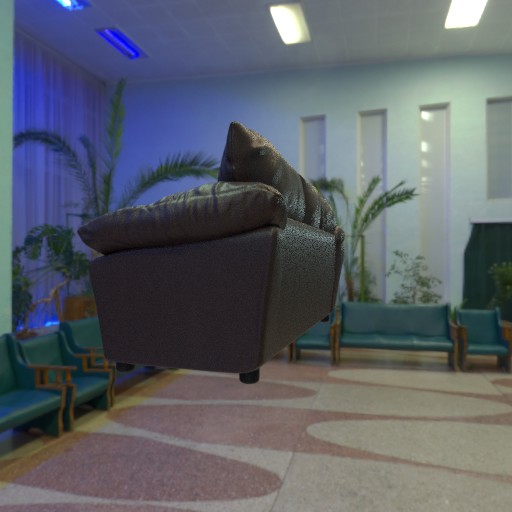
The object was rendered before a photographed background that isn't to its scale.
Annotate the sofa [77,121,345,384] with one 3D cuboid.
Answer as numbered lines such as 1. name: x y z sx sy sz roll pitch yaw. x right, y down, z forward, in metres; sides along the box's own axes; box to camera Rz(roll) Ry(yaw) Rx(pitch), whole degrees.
1. sofa: 0.000 0.000 2.864 0.907 1.091 2.390 0 0 18
